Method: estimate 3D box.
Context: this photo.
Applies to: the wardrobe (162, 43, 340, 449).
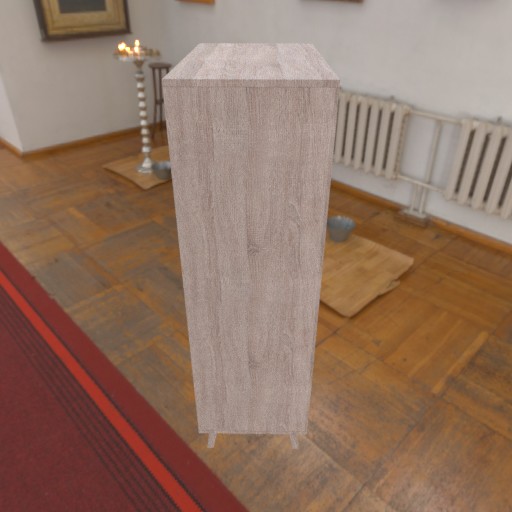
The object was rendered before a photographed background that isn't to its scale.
[{"bbox_3d":[0.000,0.000,2.375,0.600,1.960,1.000,0,32,1],"label":"wardrobe"}]
